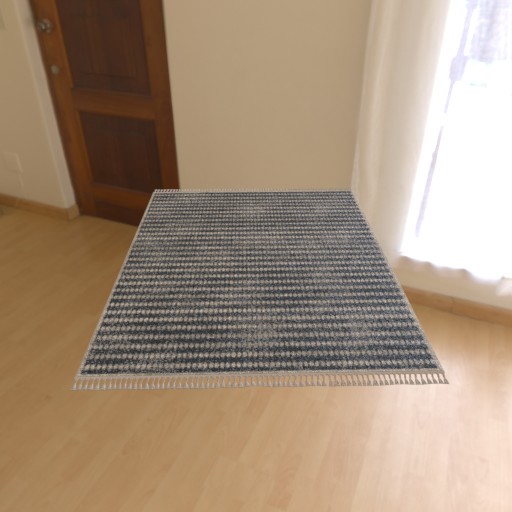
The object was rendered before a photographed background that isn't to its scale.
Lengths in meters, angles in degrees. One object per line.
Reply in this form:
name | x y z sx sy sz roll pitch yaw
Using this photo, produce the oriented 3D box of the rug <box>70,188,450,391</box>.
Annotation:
rug | 0.000 0.000 3.849 2.256 0.013 2.910 -1 32 -1
